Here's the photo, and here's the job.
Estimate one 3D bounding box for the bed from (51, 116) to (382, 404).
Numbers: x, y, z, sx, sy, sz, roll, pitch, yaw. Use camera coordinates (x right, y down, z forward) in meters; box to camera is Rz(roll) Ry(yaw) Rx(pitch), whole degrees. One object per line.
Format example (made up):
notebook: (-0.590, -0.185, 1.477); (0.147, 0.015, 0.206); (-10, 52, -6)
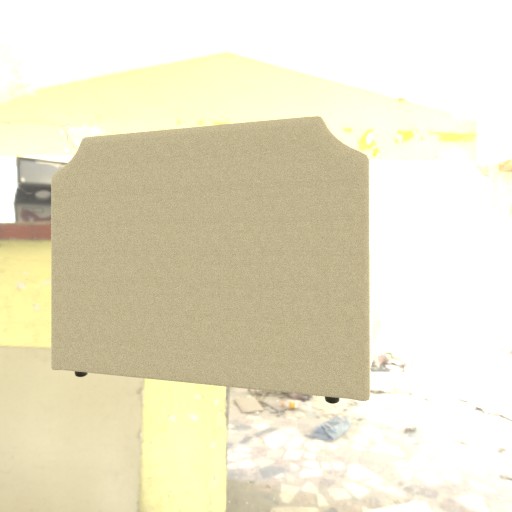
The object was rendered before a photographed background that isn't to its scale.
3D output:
bed: (0.000, 0.000, 3.150); (1.693, 1.290, 2.116); (0, 1, 18)
